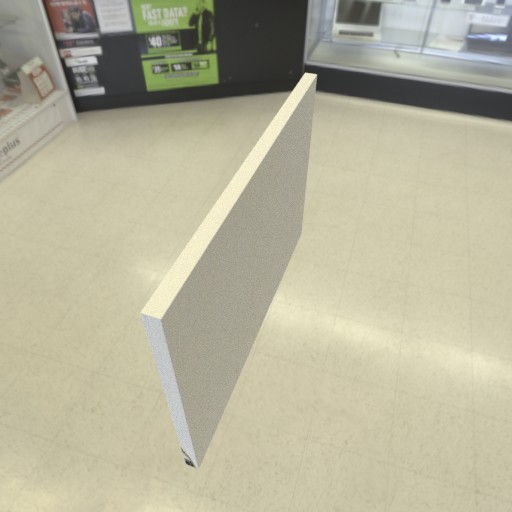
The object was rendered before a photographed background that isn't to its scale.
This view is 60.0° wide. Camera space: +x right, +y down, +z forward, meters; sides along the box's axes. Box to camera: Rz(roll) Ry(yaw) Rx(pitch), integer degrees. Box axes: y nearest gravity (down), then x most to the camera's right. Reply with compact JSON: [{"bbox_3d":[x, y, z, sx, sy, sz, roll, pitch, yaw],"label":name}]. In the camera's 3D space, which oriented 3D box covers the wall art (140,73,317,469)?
[{"bbox_3d":[0.000,0.000,1.157,0.038,0.601,0.898,15,47,14],"label":"wall art"}]
